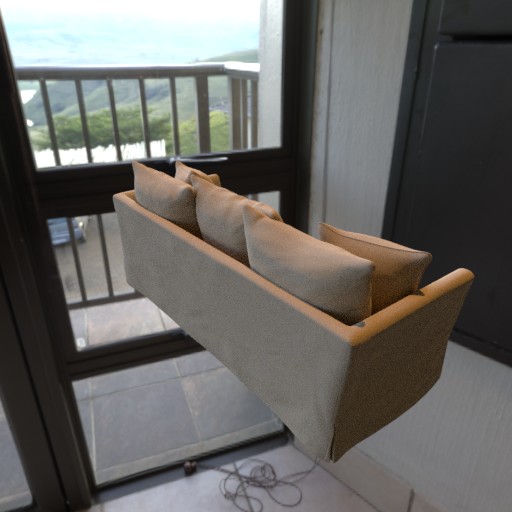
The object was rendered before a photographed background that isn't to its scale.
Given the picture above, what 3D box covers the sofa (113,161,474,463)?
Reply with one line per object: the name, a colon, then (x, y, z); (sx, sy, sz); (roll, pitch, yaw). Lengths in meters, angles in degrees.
sofa: (0.000, 0.000, 3.040); (1.046, 1.047, 2.499); (-19, 32, -34)
